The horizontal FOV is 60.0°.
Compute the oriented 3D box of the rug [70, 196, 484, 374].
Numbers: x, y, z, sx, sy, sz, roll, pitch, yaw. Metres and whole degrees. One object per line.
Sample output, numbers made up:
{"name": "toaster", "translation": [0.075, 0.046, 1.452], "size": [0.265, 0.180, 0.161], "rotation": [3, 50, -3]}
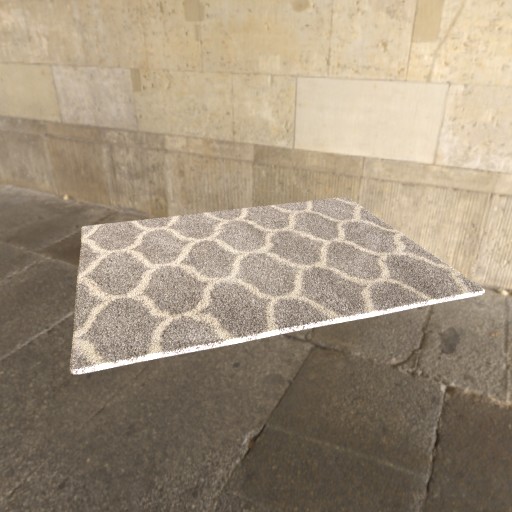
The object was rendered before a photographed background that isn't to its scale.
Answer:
{"name": "rug", "translation": [0.000, 0.000, 2.106], "size": [1.600, 0.025, 1.200], "rotation": [-8, 28, -16]}
